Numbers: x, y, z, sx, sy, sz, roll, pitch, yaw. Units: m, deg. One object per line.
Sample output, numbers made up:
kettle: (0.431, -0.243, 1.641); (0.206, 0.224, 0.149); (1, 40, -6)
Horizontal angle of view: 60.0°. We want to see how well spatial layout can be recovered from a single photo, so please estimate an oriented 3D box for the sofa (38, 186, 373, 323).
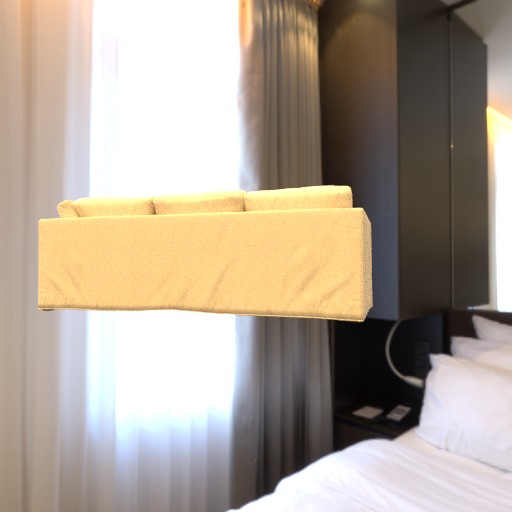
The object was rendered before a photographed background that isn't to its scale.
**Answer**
sofa: (0.000, 0.000, 4.657); (2.427, 0.882, 3.460); (0, -1, 17)
